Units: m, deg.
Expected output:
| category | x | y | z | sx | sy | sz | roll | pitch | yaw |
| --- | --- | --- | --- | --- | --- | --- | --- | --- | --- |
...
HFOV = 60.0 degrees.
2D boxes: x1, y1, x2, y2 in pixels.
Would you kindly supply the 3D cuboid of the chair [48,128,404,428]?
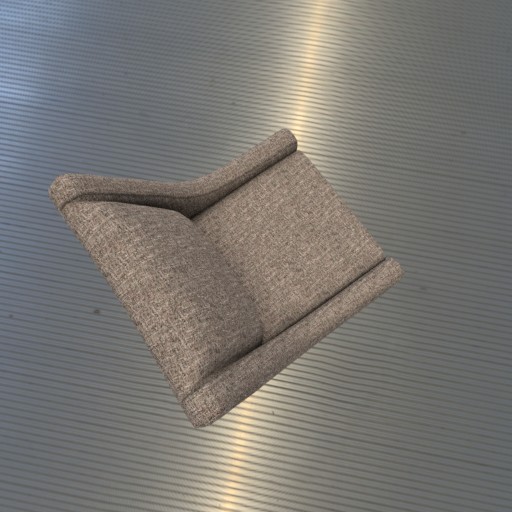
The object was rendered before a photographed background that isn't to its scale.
| category | x | y | z | sx | sy | sz | roll | pitch | yaw |
| --- | --- | --- | --- | --- | --- | --- | --- | --- | --- |
| chair | 0.000 | 0.000 | 1.635 | 0.870 | 1.014 | 0.774 | -34 | 78 | -9 |
